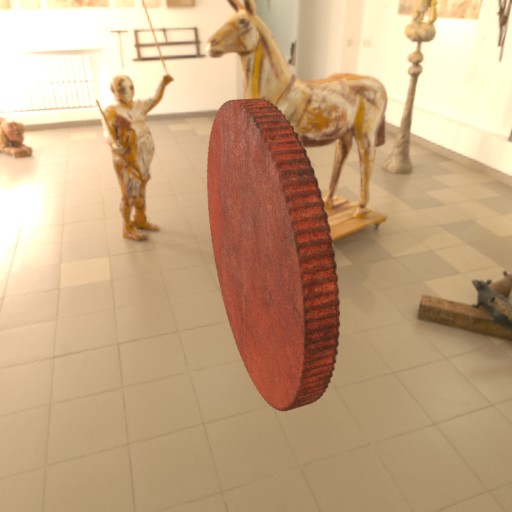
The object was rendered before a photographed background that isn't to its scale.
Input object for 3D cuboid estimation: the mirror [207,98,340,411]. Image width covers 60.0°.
[{"bbox_3d":[0.000,0.000,0.910,0.056,0.609,0.609,-10,32,-16],"label":"mirror"}]
